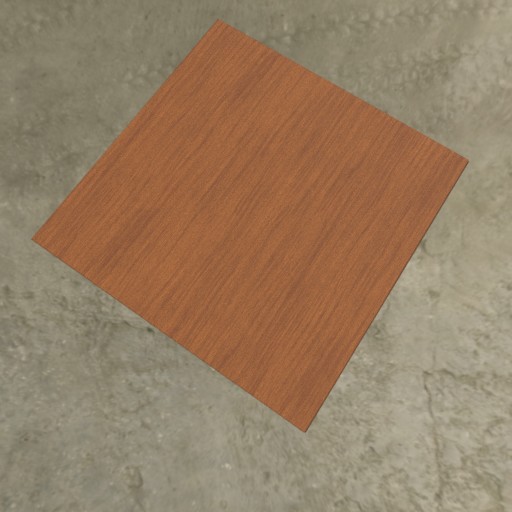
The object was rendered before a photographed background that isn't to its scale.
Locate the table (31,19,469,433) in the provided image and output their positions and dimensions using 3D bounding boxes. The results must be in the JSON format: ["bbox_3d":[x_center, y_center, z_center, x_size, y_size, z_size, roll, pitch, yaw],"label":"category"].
[{"bbox_3d":[0.000,0.000,0.818,0.398,0.540,0.397,33,77,9],"label":"table"}]
